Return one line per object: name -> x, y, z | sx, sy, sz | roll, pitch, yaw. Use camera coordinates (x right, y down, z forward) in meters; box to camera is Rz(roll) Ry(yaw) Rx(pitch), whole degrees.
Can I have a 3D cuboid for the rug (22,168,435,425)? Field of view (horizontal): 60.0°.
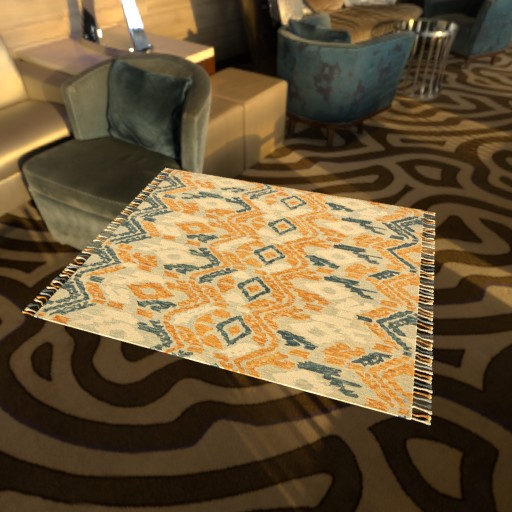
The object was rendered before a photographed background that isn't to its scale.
rug -> 0.000, 0.000, 3.969 | 3.048, 0.010, 2.439 | 12, 41, 14
